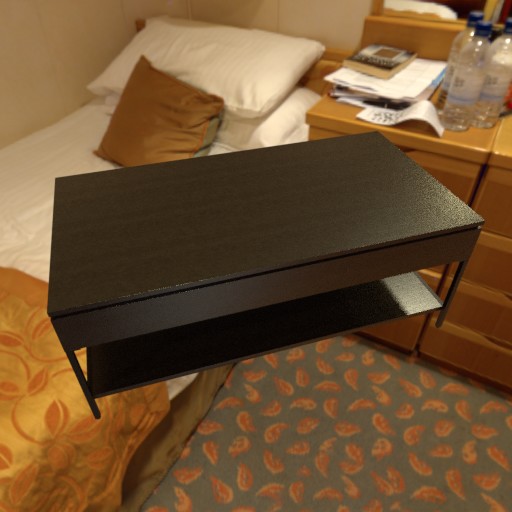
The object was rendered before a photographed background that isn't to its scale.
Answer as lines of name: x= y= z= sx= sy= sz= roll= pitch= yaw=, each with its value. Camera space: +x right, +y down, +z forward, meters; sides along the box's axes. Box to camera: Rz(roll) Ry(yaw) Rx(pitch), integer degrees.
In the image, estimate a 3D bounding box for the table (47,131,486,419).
table: x=0.000 y=0.000 z=1.398 sx=1.095 sy=0.435 sz=0.574 roll=-11 pitch=42 yaw=-13
